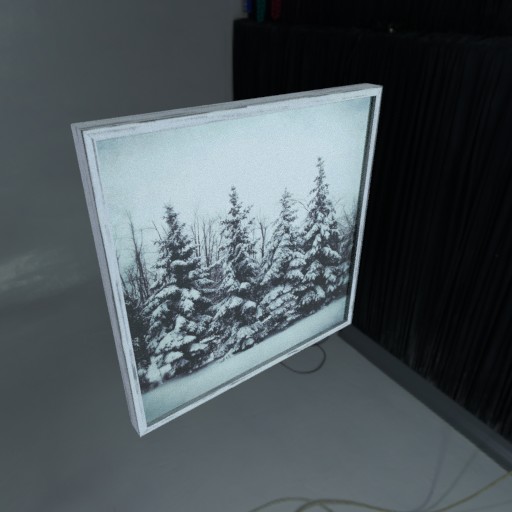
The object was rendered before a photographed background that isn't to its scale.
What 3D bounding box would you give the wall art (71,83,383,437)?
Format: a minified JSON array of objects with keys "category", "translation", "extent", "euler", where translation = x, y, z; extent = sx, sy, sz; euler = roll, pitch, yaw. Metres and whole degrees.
[{"category":"wall art","translation":[0.000,0.000,0.755],"extent":[0.506,0.506,0.038],"euler":[-20,35,-31]}]
